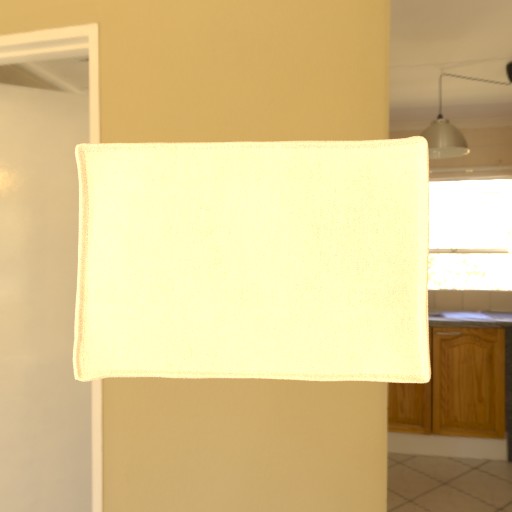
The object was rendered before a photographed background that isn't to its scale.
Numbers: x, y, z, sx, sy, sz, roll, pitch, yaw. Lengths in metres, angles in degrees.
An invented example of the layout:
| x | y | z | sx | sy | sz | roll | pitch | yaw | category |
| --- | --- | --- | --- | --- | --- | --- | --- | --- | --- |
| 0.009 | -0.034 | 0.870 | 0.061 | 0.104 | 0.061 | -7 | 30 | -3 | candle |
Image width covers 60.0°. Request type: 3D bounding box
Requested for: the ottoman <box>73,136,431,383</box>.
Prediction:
| x | y | z | sx | sy | sz | roll | pitch | yaw | category |
| --- | --- | --- | --- | --- | --- | --- | --- | --- | --- |
| 0.000 | 0.000 | 1.149 | 0.696 | 0.470 | 0.707 | 0 | 0 | 1 | ottoman |
